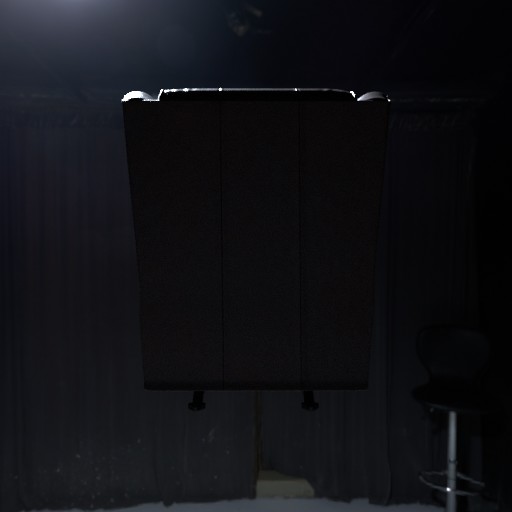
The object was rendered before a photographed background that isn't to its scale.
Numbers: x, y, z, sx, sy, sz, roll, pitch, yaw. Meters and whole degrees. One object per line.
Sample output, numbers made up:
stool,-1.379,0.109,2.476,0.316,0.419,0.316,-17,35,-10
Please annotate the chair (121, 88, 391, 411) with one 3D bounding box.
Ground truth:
chair,0.000,0.000,1.828,0.869,1.084,1.008,0,1,0
